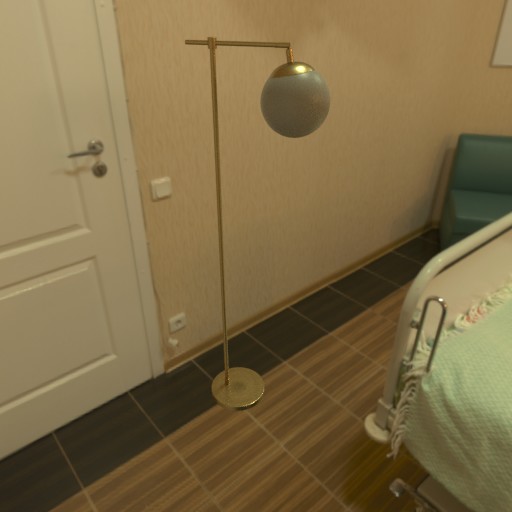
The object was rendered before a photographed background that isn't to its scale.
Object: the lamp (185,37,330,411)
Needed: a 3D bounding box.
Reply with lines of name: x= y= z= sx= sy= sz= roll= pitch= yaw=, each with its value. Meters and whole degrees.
lamp: x=0.000 y=0.000 z=1.704 sx=0.476 sy=1.505 sz=0.249 roll=10 pitch=31 yaw=18
